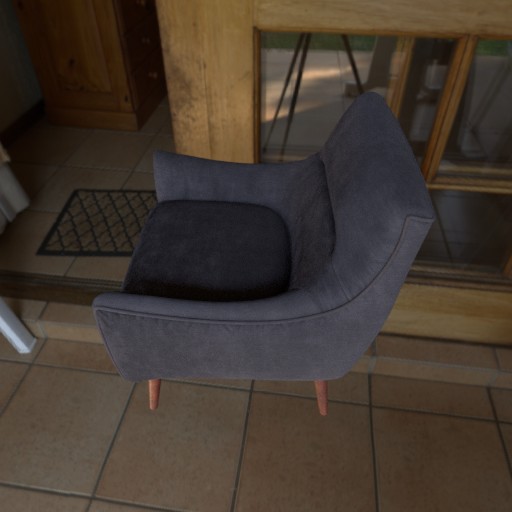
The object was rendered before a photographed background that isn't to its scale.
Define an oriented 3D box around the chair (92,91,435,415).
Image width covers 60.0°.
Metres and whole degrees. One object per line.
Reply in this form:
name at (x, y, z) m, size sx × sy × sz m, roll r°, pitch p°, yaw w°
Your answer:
chair at (0.000, 0.000, 1.394) m, size 0.787 × 0.838 × 0.762 m, roll 1°, pitch 42°, yaw 2°
